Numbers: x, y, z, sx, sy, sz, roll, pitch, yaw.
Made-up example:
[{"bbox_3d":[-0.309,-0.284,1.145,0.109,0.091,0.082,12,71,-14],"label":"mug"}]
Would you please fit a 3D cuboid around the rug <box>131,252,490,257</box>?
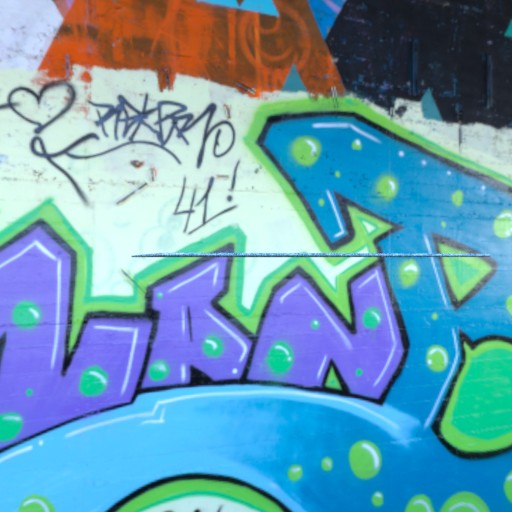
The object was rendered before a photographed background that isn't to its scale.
[{"bbox_3d":[0.000,0.000,3.002,1.524,0.015,2.438,0,0,-18],"label":"rug"}]
